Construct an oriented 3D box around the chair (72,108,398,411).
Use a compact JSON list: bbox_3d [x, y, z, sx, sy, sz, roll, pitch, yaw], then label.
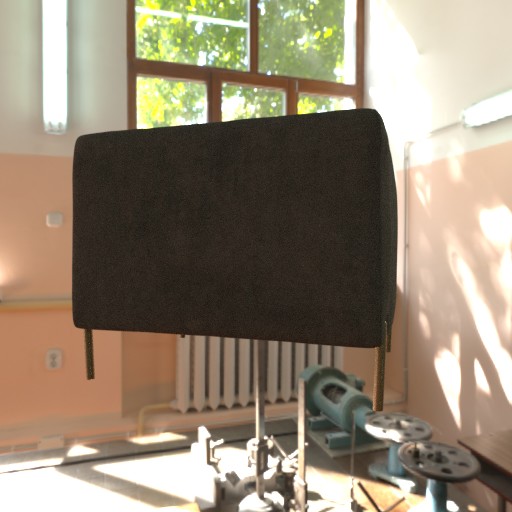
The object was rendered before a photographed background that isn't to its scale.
[{"bbox_3d":[0.000,0.000,1.612,0.981,0.779,0.873,0,1,18],"label":"chair"}]
